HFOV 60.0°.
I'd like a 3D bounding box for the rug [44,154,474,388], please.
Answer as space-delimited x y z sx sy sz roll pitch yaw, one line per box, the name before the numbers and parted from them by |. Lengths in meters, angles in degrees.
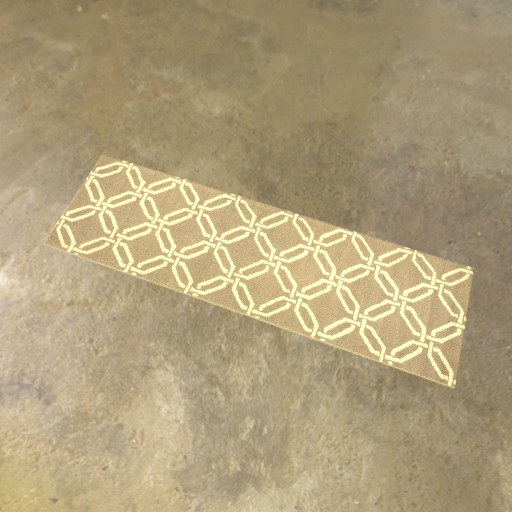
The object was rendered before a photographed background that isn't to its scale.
rug | 0.000 0.000 2.435 2.276 0.014 0.678 18 65 9
